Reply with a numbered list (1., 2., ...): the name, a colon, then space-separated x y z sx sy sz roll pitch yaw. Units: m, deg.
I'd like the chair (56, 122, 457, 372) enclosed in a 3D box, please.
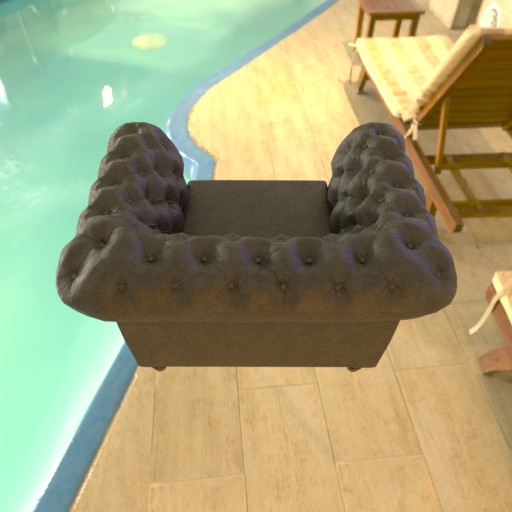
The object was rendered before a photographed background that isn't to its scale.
1. chair: 0.000 0.000 1.853 1.298 0.780 0.943 0 47 0
